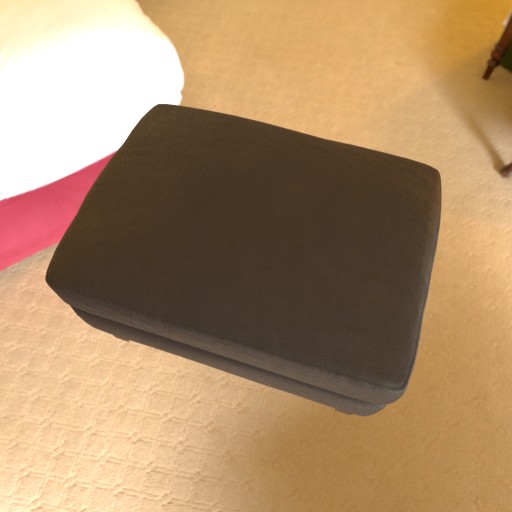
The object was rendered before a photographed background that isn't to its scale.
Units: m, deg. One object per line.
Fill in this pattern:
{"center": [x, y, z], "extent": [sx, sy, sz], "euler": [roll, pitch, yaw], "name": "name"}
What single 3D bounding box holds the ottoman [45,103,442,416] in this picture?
{"center": [0.000, 0.000, 1.266], "extent": [0.887, 0.529, 0.659], "euler": [16, 61, 9], "name": "ottoman"}
